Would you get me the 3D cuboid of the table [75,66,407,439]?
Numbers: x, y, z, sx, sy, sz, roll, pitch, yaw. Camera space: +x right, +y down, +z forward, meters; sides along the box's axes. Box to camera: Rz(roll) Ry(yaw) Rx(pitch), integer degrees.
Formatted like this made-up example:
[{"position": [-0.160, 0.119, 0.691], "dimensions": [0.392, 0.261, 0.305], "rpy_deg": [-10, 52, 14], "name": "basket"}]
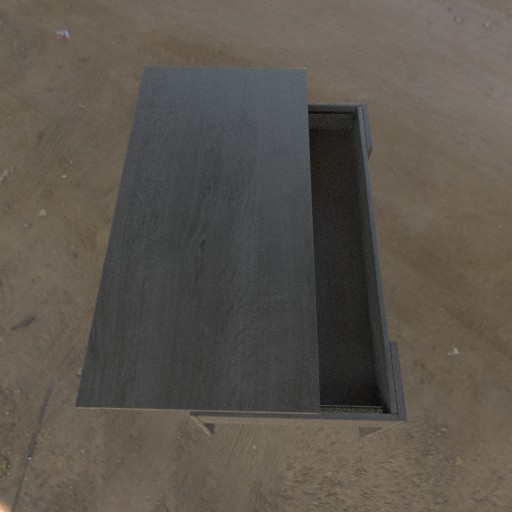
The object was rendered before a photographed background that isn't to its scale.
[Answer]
[{"position": [0.000, 0.000, 1.374], "dimensions": [0.711, 0.570, 1.000], "rpy_deg": [1, 63, 1], "name": "table"}]
